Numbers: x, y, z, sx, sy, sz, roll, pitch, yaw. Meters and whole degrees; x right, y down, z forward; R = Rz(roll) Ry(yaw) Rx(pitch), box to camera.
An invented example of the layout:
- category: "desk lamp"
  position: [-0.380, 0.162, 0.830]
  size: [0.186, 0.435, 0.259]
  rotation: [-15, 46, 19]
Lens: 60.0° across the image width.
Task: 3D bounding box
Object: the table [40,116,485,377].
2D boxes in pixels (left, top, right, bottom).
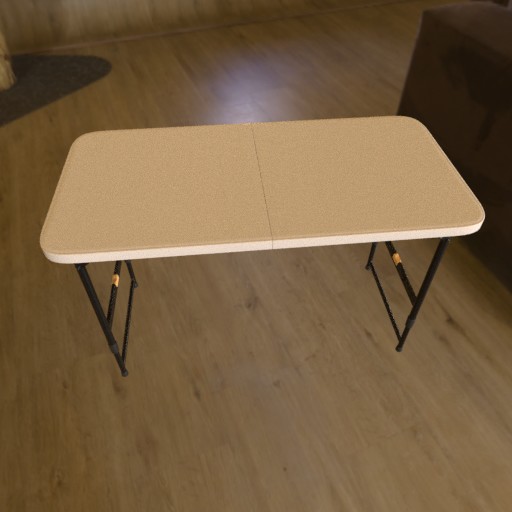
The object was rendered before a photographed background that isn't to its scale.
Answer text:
- category: "table"
  position: [0.000, 0.000, 1.629]
  size: [1.245, 0.737, 0.611]
  rotation: [-4, 46, -4]
